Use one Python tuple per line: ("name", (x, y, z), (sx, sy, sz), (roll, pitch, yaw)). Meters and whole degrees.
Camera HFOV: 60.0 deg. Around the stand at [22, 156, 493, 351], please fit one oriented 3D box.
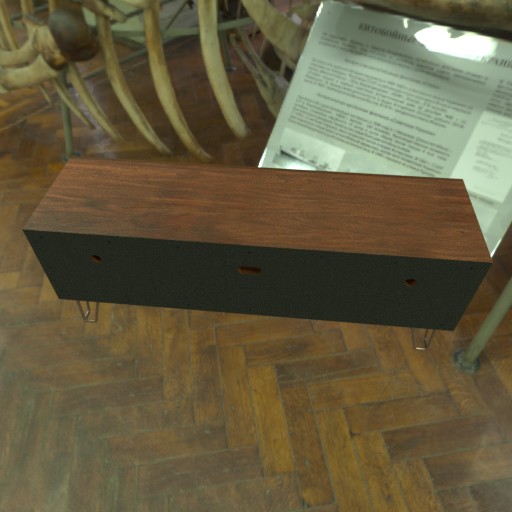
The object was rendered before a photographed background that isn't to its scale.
("stand", (0.000, 0.000, 1.908), (1.626, 0.610, 0.481), (4, 47, 4))
